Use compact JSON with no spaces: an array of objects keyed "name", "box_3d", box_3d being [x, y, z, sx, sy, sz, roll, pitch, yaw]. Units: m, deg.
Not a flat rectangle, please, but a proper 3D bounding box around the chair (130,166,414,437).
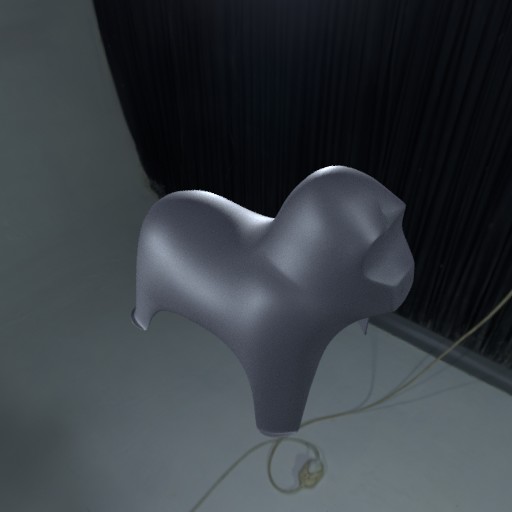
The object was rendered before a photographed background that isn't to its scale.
[{"name":"chair","box_3d":[0.000,0.000,1.129,0.758,0.600,0.490,25,45,27]}]
